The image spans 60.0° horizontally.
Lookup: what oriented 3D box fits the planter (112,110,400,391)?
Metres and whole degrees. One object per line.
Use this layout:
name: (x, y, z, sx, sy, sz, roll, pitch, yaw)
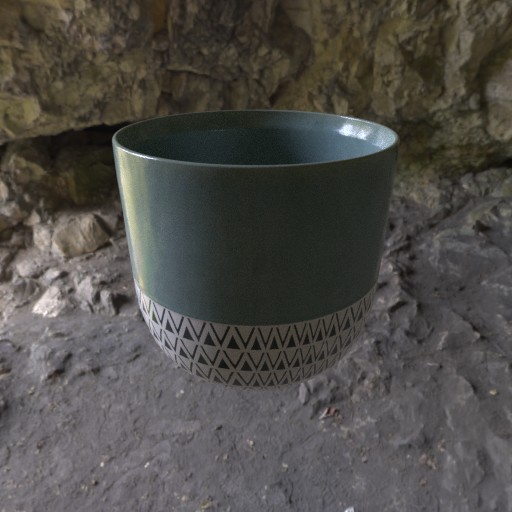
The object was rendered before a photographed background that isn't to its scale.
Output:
planter: (0.000, 0.000, 0.485, 0.266, 0.270, 0.266, 0, 26, 0)
